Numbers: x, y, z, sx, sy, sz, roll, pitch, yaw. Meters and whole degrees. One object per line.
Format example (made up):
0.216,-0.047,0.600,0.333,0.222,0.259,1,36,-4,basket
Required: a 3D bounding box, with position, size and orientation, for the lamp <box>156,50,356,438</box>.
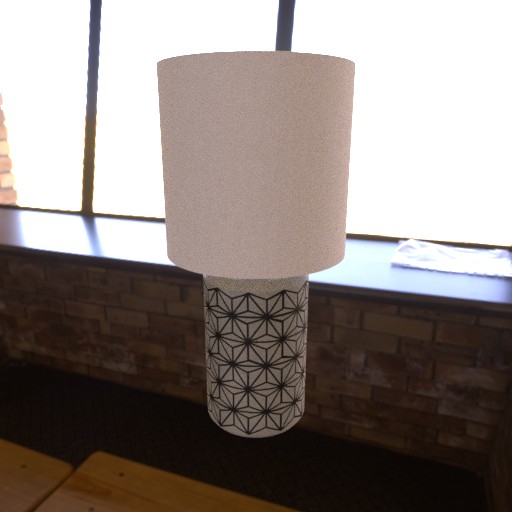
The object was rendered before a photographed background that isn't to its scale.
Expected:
0.000,0.000,0.525,0.206,0.416,0.206,-3,17,-11,lamp
